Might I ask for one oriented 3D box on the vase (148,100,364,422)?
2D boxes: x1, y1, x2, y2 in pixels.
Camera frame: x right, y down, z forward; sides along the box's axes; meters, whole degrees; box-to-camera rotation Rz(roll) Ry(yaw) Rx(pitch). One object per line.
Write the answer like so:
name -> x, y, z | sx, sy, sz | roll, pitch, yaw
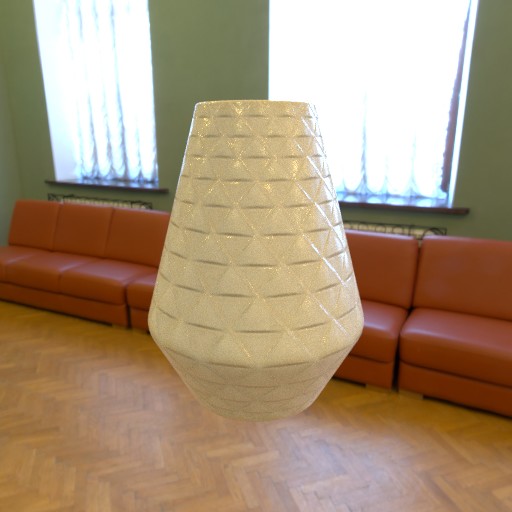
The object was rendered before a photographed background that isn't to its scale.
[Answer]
vase -> 0.000, 0.000, 0.355 | 0.175, 0.230, 0.175 | 0, 15, 0
